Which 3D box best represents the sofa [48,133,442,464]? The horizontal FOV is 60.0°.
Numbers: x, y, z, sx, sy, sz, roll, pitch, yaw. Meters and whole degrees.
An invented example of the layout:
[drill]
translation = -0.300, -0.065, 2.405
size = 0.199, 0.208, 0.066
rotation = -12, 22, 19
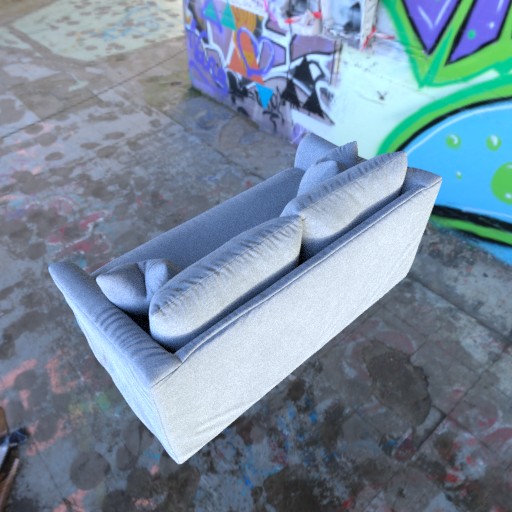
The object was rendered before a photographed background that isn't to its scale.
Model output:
[sofa]
translation = 0.000, 0.000, 2.622
size = 2.010, 1.018, 1.072
rotation = -32, 53, -28
